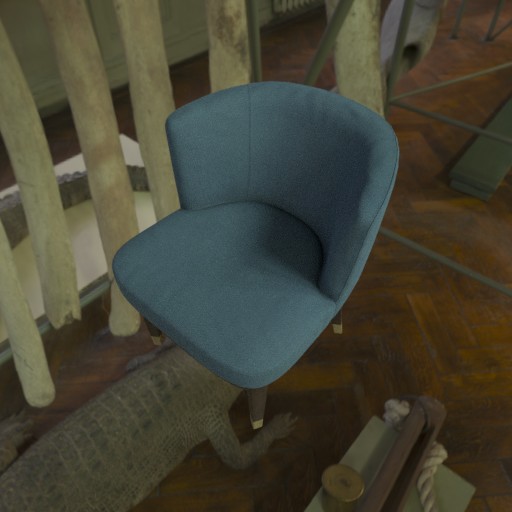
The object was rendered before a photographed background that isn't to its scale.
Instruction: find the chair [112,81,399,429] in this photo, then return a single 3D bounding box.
[{"bbox_3d":[0.000,0.000,1.316,0.661,0.760,0.702,32,54,27],"label":"chair"}]
